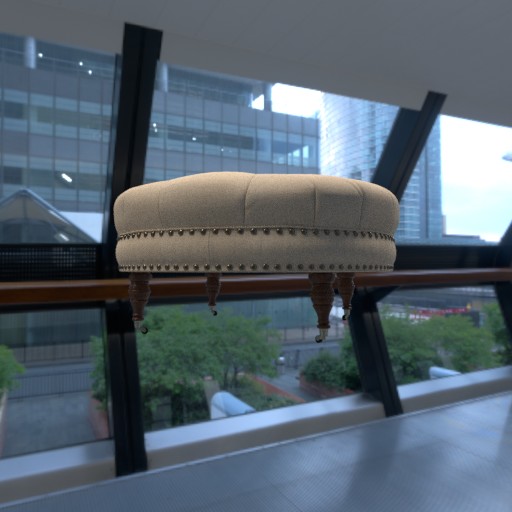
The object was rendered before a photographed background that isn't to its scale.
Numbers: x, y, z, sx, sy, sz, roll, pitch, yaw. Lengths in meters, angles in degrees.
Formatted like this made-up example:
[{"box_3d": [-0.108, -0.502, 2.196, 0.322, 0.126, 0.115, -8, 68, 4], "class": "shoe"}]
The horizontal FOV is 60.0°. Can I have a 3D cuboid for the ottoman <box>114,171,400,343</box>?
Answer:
[{"box_3d": [0.000, 0.000, 1.521, 0.940, 0.483, 0.940, 0, -2, 0], "class": "ottoman"}]
